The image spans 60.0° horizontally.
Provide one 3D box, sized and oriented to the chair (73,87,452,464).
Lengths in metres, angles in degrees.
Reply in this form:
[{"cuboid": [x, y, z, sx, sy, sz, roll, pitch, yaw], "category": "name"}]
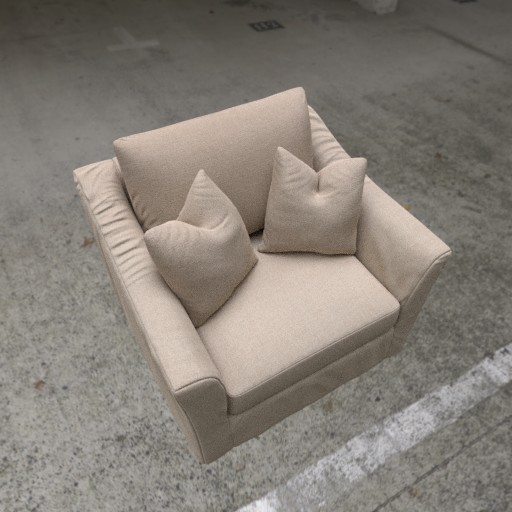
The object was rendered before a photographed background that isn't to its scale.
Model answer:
[{"cuboid": [0.000, 0.000, 1.978, 1.194, 1.093, 1.071, -23, 51, -20], "category": "chair"}]
